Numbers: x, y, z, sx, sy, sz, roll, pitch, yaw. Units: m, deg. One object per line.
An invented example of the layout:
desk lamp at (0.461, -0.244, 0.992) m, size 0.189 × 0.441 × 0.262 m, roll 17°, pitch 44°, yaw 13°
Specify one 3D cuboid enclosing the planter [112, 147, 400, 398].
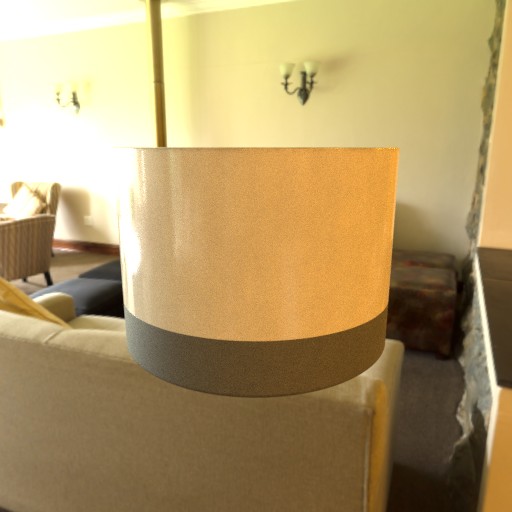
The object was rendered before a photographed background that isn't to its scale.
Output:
planter at (0.000, 0.000, 0.220) m, size 0.128 × 0.105 × 0.128 m, roll 0°, pitch 14°, yaw 0°
